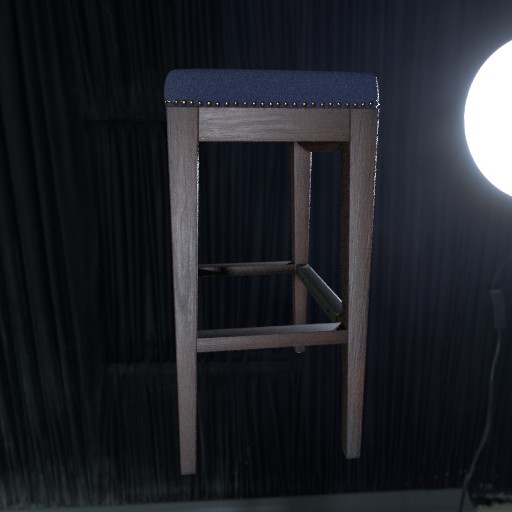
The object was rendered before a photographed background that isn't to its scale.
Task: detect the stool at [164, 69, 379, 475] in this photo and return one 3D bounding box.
[{"bbox_3d":[0.000,0.000,1.020,0.358,0.740,0.498,-2,15,-7],"label":"stool"}]
